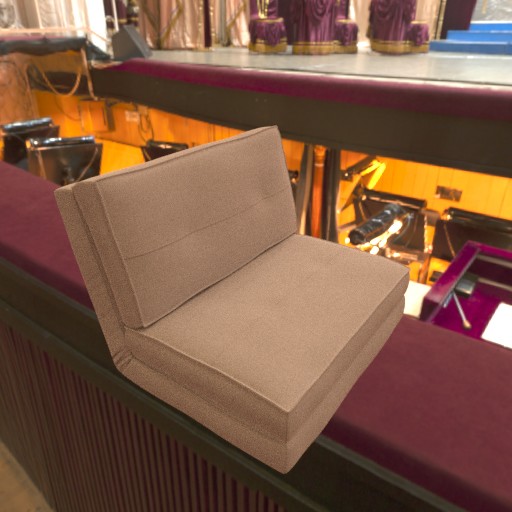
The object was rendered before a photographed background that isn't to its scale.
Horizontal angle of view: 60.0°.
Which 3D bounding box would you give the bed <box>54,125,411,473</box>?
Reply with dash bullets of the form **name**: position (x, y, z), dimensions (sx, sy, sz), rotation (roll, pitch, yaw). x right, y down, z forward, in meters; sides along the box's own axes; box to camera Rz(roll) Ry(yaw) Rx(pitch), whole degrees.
- **bed**: position (0.000, 0.000, 1.336), dimensions (0.749, 0.614, 0.799), rotation (18, 32, 31)
